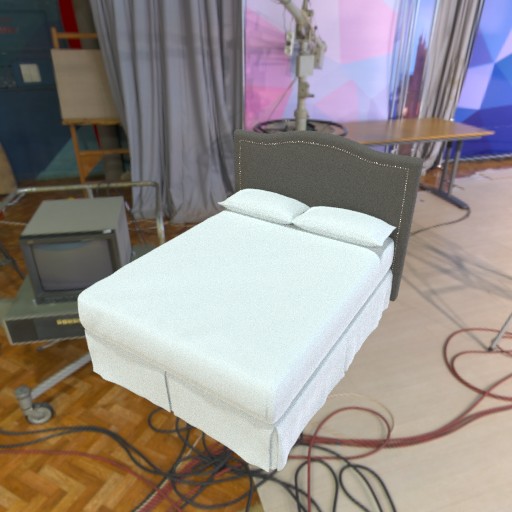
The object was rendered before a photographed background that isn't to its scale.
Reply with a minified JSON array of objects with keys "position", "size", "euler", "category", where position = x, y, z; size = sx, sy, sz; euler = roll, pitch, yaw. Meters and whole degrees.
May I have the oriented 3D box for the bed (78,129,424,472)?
[{"position":[0.000,0.000,3.209],"size":[1.666,1.387,2.036],"euler":[17,34,28],"category":"bed"}]
